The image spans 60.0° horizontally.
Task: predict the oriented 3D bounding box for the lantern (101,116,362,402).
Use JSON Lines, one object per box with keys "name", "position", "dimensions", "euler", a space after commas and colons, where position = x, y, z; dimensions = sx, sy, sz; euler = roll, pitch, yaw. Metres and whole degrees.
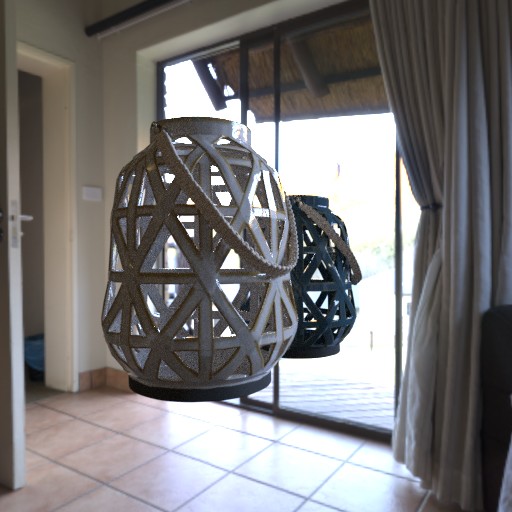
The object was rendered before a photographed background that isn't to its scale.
{"name": "lantern", "position": [0.000, 0.000, 0.628], "dimensions": [0.245, 0.307, 0.439], "euler": [0, 0, 36]}
